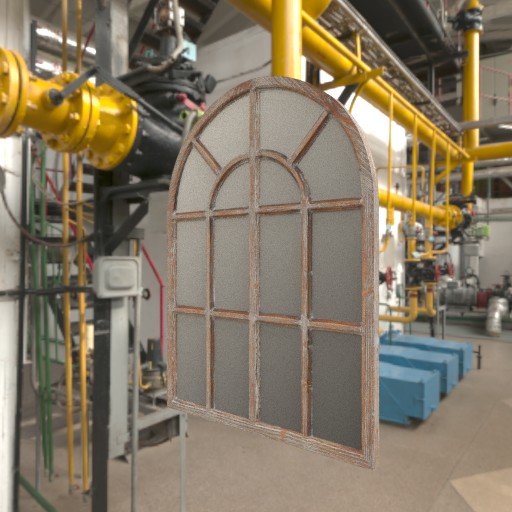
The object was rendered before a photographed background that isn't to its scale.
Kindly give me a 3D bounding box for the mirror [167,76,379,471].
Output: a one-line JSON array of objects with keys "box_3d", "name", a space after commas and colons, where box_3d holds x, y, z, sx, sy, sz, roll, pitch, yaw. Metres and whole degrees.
[{"box_3d": [0.000, 0.000, 1.162, 0.660, 0.920, 0.032, 0, 0, 38], "name": "mirror"}]
